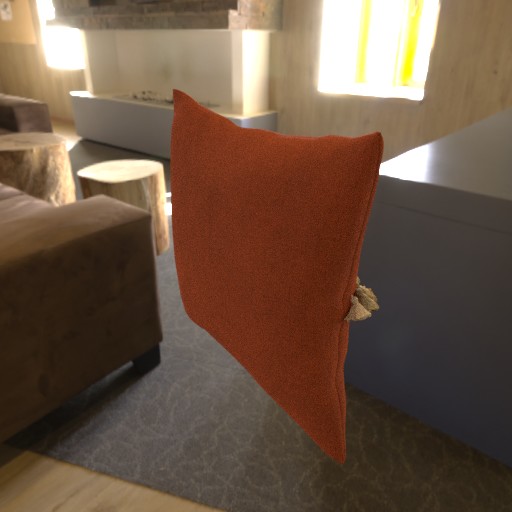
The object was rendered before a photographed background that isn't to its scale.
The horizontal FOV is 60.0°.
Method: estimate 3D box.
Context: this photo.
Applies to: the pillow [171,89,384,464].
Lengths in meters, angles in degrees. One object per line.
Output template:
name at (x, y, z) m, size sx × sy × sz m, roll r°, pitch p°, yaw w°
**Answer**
pillow at (0.000, 0.000, 0.731) m, size 0.165 × 0.482 × 0.490 m, roll -18°, pitch 32°, yaw -31°
